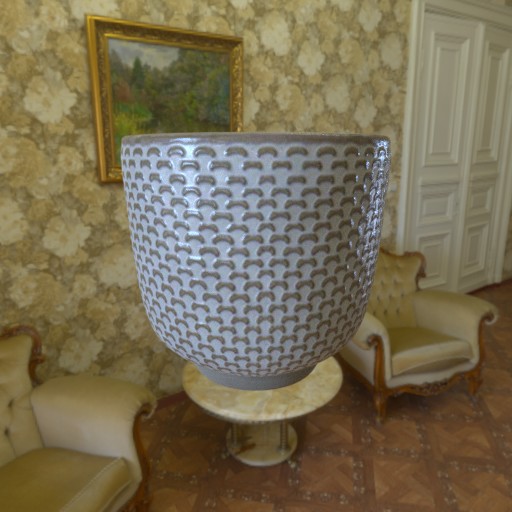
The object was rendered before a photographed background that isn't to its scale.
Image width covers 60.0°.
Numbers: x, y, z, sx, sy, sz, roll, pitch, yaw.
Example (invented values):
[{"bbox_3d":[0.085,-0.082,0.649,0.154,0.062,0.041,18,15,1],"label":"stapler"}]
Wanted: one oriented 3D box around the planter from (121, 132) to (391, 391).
[{"bbox_3d":[0.000,0.000,0.250,0.139,0.130,0.139,0,13,0],"label":"planter"}]
